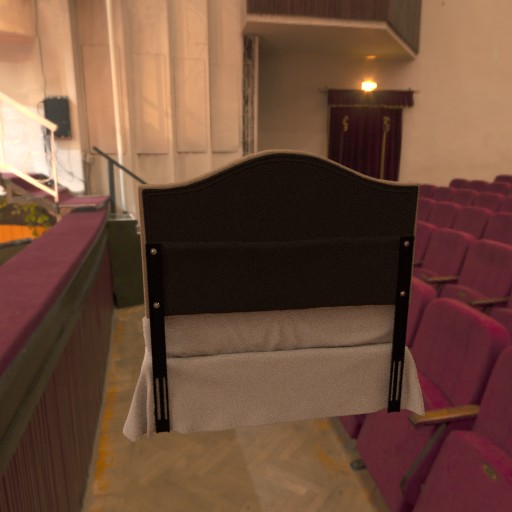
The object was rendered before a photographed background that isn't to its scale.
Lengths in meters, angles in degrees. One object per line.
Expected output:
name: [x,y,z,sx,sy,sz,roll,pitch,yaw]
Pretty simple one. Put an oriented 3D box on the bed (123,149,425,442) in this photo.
bed: [0.000,0.000,3.550,1.876,1.645,2.221,-2,13,-8]
